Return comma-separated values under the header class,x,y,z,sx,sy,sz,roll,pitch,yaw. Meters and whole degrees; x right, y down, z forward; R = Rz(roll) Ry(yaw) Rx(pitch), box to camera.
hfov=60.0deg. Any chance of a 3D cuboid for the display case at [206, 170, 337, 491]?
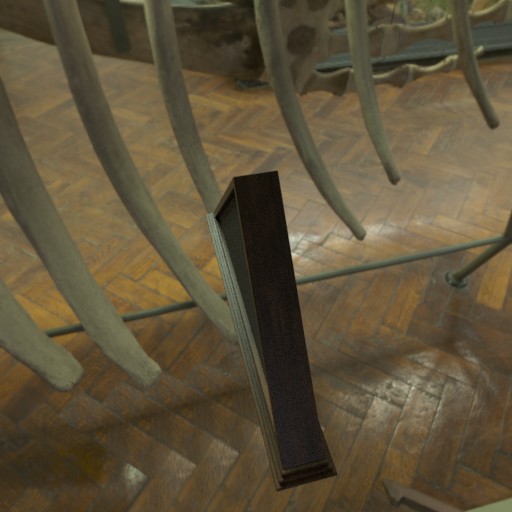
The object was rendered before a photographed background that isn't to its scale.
class,x,y,z,sx,sy,sz,roll,pitch,yaw
display case,0.000,0.000,0.759,0.095,0.340,0.640,-10,47,-10
